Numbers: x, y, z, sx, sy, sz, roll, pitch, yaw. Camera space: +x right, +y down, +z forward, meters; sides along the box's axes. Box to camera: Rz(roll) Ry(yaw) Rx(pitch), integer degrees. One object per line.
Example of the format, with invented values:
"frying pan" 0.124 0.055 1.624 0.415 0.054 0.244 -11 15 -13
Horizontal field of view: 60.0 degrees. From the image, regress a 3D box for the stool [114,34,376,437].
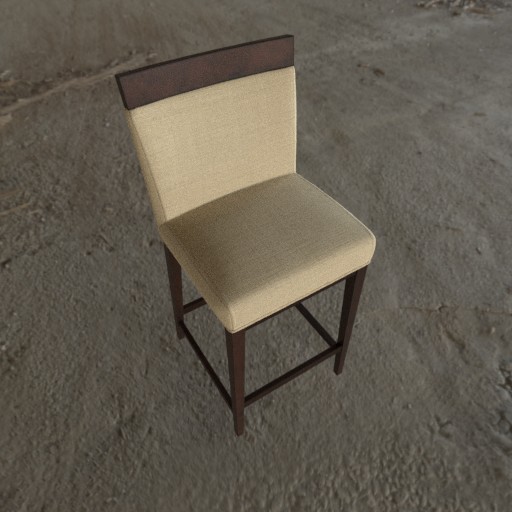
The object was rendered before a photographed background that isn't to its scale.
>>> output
"stool" 0.000 0.000 1.409 0.511 1.117 0.531 -24 50 -22
